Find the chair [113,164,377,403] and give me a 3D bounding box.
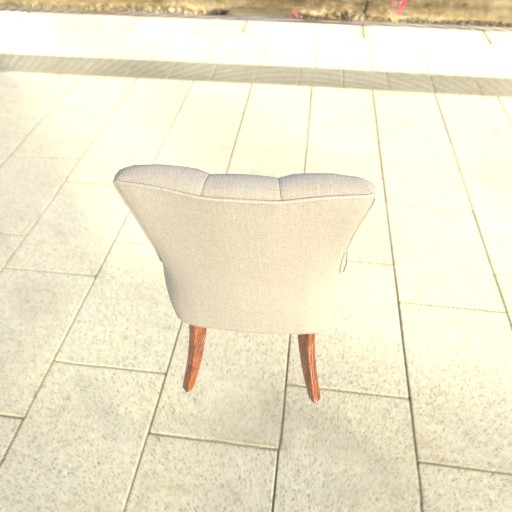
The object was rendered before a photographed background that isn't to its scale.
[{"bbox_3d":[0.000,0.000,1.208,0.509,0.874,0.565,4,46,4],"label":"chair"}]
